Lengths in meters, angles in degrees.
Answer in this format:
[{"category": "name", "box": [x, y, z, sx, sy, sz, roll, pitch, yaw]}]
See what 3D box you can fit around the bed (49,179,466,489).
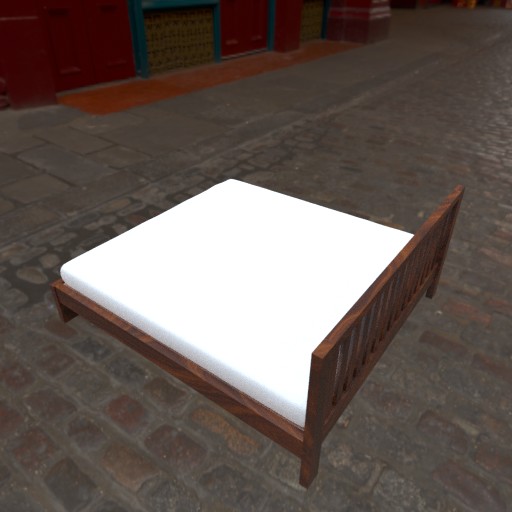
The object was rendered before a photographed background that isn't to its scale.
[{"category": "bed", "box": [0.000, 0.000, 3.034, 2.030, 0.890, 1.905, 22, 39, 30]}]
